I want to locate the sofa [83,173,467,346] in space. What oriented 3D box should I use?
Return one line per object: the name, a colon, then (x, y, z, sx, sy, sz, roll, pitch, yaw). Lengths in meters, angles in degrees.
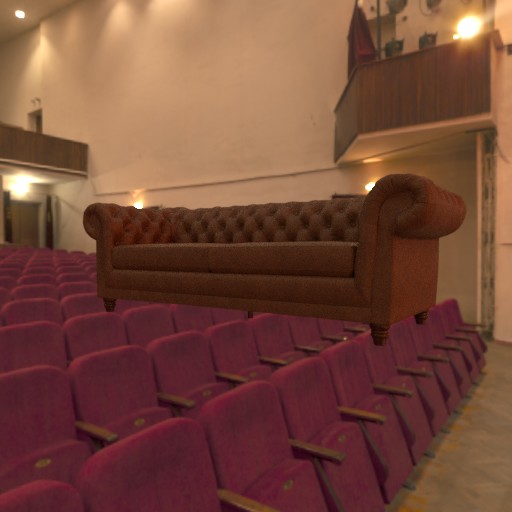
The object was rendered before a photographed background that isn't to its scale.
sofa: (0.000, 0.000, 2.849, 2.385, 0.783, 0.944, 0, 1, 35)
